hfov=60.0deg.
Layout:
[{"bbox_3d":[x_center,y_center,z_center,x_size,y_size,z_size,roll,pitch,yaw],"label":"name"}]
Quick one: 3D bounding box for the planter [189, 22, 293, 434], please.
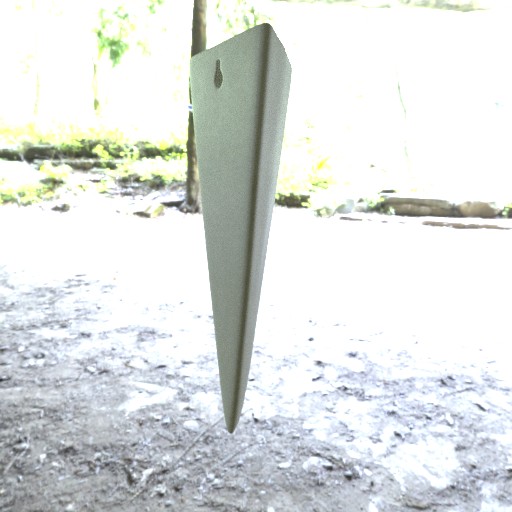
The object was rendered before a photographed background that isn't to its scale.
[{"bbox_3d":[0.000,0.000,0.389,0.065,0.338,0.143,-7,16,-27],"label":"planter"}]
